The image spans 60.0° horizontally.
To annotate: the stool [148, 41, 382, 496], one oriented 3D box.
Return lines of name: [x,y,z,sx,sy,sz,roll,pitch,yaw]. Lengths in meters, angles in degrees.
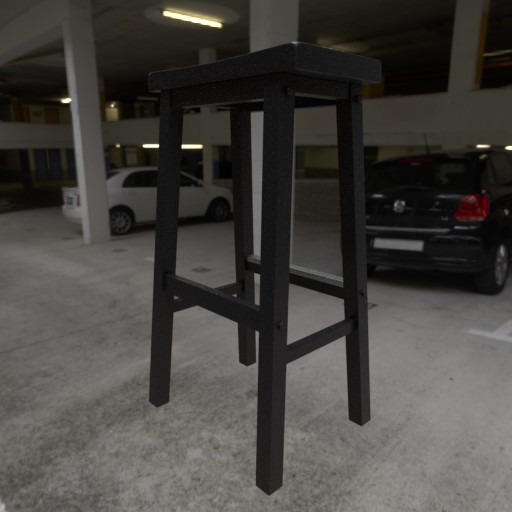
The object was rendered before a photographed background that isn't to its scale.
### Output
stool: [0.000,0.000,0.935,0.322,0.742,0.406,-13,19,-42]
